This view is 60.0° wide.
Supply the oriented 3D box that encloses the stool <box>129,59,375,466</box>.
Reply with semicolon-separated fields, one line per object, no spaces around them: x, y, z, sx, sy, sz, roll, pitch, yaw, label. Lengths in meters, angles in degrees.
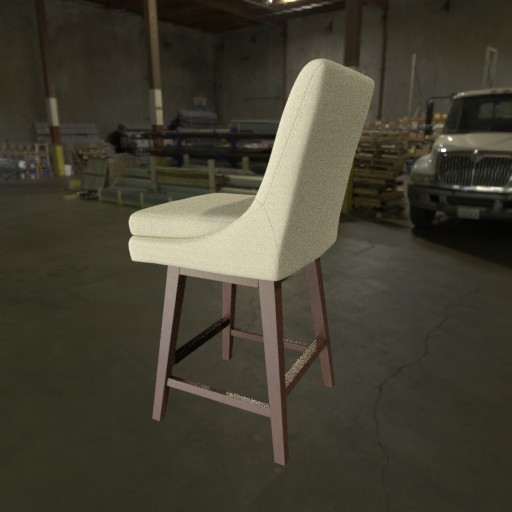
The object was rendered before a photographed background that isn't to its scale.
0.000;0.000;1.300;0.559;0.991;0.483;8;18;26;stool
